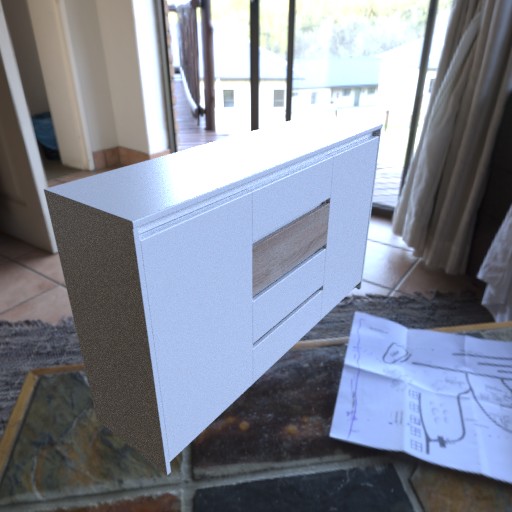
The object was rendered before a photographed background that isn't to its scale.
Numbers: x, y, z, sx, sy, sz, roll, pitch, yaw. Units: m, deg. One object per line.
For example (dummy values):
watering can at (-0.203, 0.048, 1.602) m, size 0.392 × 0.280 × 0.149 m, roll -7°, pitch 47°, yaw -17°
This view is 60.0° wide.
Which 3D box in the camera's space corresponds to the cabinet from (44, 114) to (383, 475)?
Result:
cabinet at (0.000, 0.000, 1.847) m, size 0.380 × 0.900 × 1.450 m, roll 19°, pitch 33°, yaw 32°
